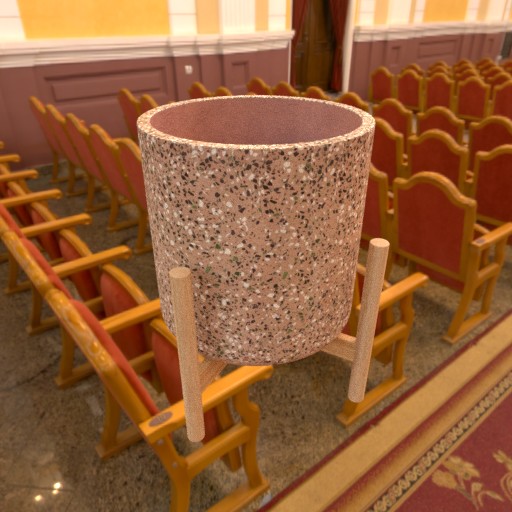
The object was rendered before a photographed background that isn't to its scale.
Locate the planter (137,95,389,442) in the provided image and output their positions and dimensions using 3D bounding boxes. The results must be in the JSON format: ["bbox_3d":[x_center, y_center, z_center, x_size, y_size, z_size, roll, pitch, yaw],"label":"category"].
[{"bbox_3d":[0.000,0.000,0.681,0.360,0.419,0.360,-22,36,-33],"label":"planter"}]
